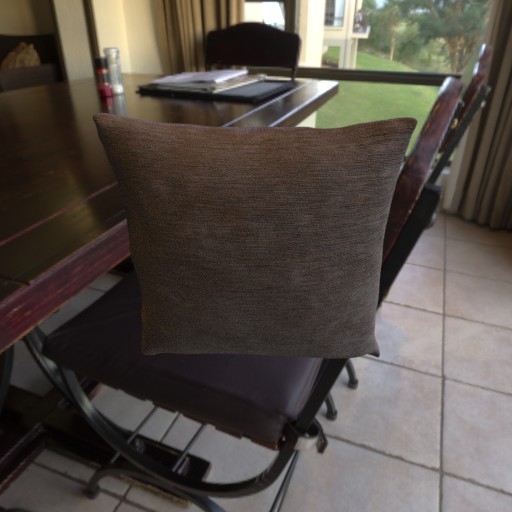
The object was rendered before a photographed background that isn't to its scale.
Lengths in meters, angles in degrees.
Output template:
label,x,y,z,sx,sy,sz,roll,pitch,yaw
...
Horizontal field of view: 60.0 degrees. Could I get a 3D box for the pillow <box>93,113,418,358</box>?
label,x,y,z,sx,sy,sz,roll,pitch,yaw
pillow,0.000,0.000,0.711,0.452,0.439,0.204,1,30,2
